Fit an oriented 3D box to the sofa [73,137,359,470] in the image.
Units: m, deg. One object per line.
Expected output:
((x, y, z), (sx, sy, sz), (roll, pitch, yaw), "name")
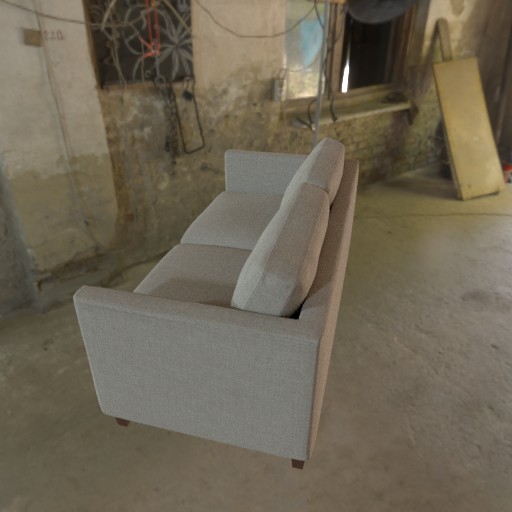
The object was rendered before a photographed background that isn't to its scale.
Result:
((0.000, 0.000, 2.425), (0.951, 0.947, 1.884), (8, 31, 13), "sofa")
